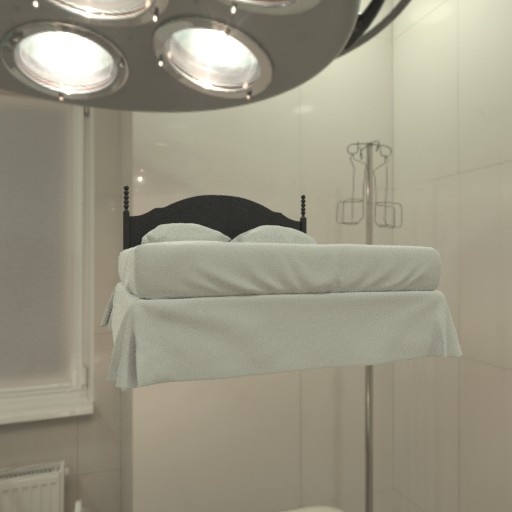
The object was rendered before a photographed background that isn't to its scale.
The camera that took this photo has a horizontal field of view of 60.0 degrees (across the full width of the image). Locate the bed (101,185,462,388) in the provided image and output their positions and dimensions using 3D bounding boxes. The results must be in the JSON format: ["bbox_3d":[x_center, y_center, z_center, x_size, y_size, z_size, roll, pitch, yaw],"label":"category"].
[{"bbox_3d":[0.000,0.000,3.525,2.322,1.355,2.219,0,0,-19],"label":"bed"}]
